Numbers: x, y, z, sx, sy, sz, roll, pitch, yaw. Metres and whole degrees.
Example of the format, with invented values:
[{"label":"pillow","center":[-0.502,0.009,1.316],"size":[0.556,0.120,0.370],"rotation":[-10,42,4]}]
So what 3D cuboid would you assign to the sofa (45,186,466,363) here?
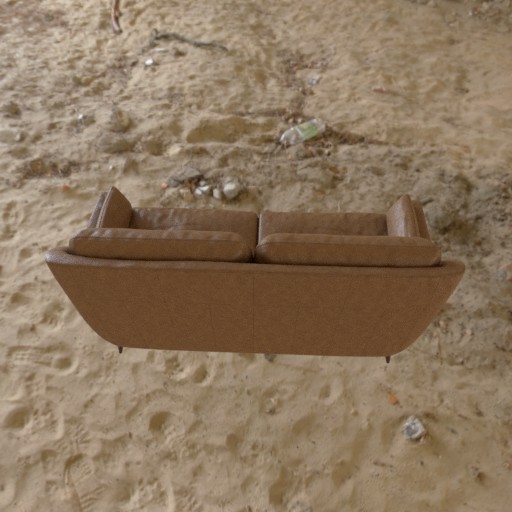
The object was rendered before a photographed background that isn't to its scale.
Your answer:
[{"label":"sofa","center":[0.000,0.000,2.414],"size":[1.902,0.839,0.904],"rotation":[2,47,2]}]
